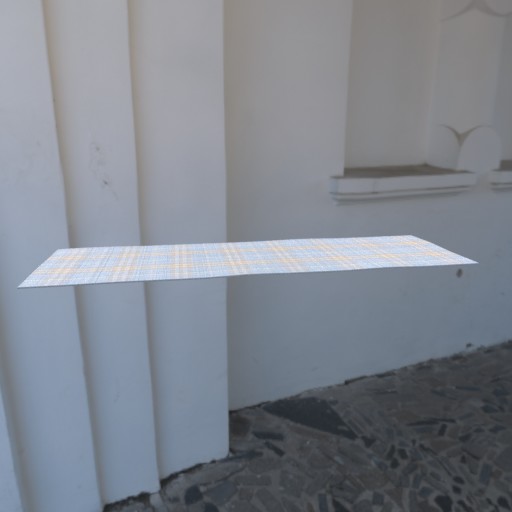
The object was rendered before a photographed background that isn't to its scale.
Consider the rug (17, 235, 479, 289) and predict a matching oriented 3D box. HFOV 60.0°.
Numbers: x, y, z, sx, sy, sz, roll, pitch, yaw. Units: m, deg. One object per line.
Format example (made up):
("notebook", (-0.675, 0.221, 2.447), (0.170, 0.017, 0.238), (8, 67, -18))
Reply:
("rug", (0.000, 0.000, 2.671), (2.439, 0.013, 0.762), (-3, 15, -10))
